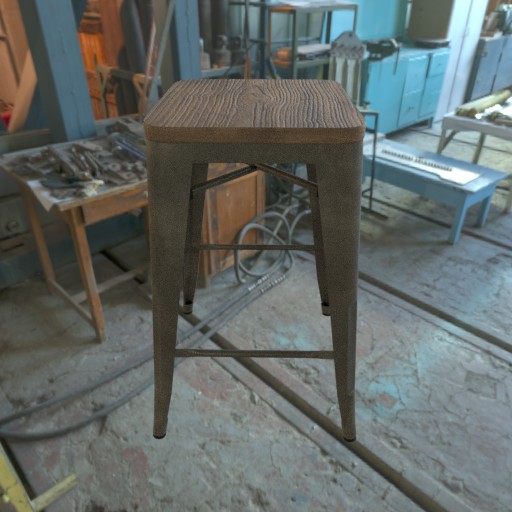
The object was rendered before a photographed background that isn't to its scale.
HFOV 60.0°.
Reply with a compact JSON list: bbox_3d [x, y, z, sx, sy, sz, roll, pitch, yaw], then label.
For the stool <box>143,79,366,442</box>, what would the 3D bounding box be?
[{"bbox_3d":[0.000,0.000,0.886,0.407,0.607,0.407,1,32,1],"label":"stool"}]
